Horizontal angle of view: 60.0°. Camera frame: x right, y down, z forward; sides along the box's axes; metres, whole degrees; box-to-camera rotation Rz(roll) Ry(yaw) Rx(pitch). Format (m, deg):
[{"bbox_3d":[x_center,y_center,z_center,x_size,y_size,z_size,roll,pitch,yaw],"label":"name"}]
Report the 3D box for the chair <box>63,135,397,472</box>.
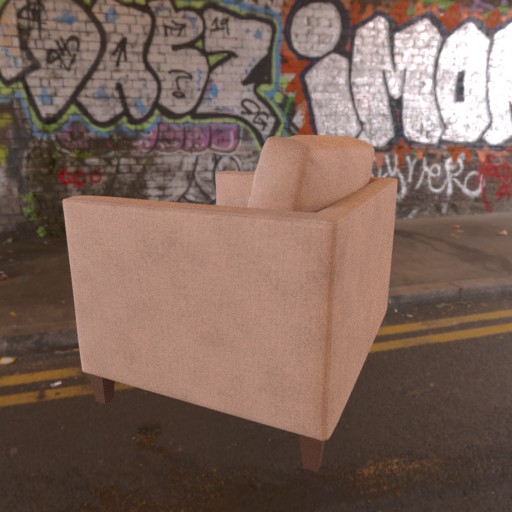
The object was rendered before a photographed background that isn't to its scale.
[{"bbox_3d":[0.000,0.000,1.811,0.959,0.961,1.133,7,17,24],"label":"chair"}]
